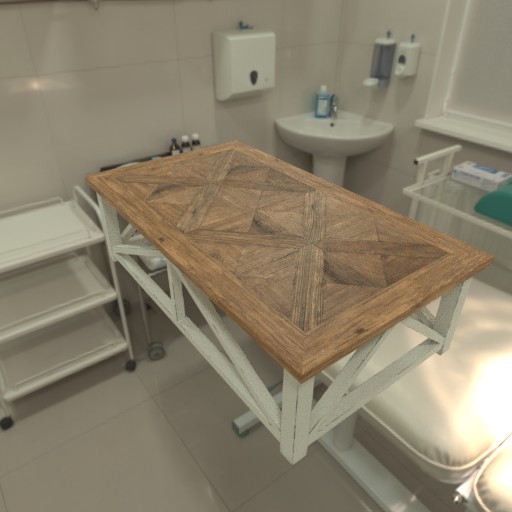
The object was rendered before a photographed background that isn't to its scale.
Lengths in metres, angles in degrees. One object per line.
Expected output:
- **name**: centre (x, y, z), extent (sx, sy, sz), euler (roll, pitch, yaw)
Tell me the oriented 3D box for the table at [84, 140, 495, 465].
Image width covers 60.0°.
- **table**: centre (0.000, 0.000, 1.750), extent (0.800, 0.410, 1.400), euler (-22, 39, -30)
